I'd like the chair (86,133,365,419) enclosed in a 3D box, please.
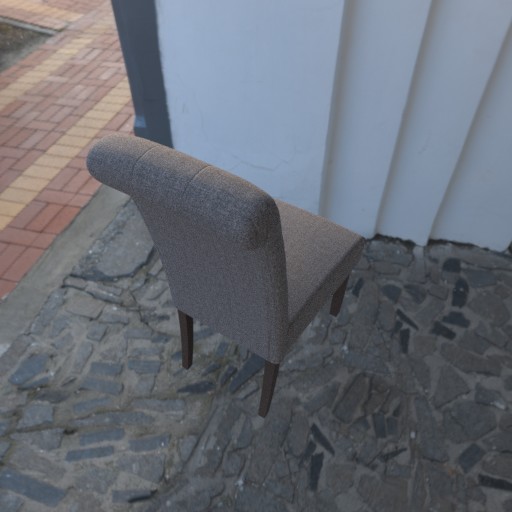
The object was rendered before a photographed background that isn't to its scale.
[{"bbox_3d":[0.000,0.000,1.338,0.456,1.006,0.671,25,52,22],"label":"chair"}]
